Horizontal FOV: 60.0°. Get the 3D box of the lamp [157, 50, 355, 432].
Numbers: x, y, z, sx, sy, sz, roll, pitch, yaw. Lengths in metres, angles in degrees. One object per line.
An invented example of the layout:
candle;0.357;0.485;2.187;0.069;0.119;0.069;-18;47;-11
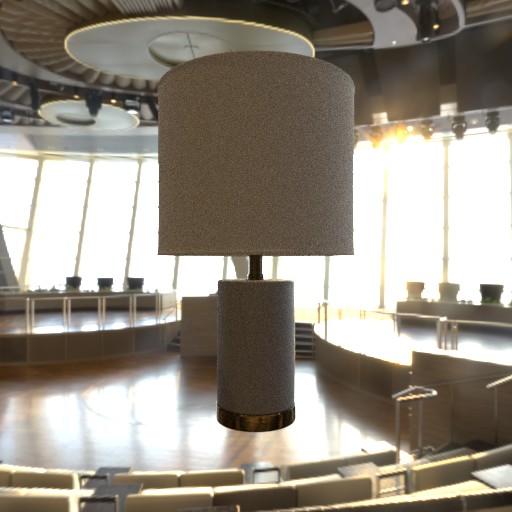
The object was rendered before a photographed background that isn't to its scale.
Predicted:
lamp;0.000;0.000;0.524;0.229;0.380;0.229;0;-1;0
